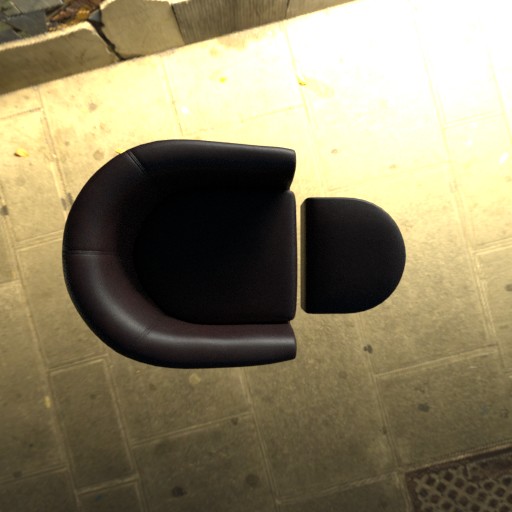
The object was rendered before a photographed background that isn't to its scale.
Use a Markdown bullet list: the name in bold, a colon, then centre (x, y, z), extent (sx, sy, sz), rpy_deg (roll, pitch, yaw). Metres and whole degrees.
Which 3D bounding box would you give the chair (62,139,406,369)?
- **chair**: centre (0.000, 0.000, 1.689), extent (1.176, 0.755, 0.737), rpy_deg (0, 89, -1)
